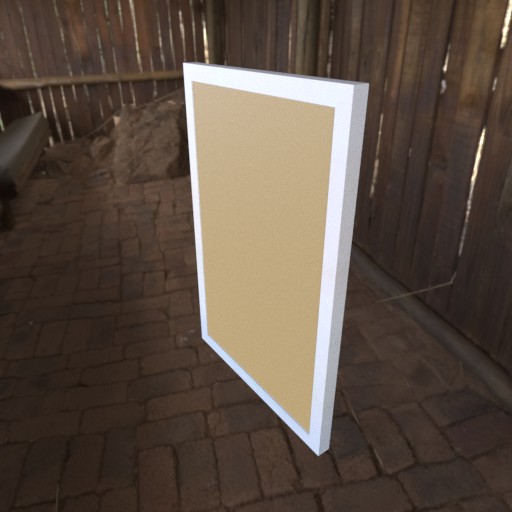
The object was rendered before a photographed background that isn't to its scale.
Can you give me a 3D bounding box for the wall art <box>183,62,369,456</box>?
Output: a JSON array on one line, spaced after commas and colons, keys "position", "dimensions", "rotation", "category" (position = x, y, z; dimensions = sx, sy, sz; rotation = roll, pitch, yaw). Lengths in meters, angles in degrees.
[{"position": [0.000, 0.000, 1.183], "dimensions": [0.039, 0.915, 0.612], "rotation": [-18, 33, -31], "category": "wall art"}]
